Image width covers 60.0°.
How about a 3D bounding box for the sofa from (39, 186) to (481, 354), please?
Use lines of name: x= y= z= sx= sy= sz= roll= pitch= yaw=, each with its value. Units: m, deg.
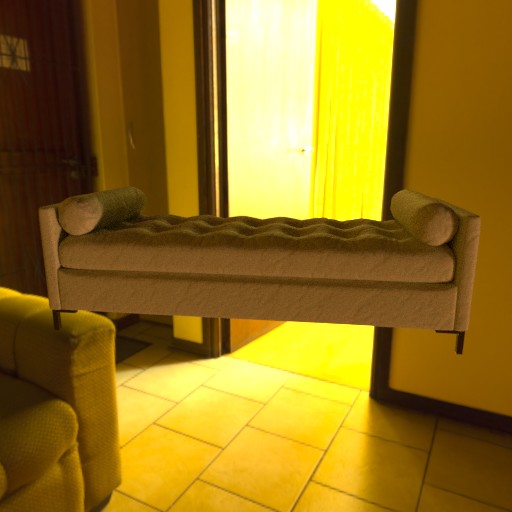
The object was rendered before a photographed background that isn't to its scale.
sofa: x=0.000 y=0.000 z=2.483 sx=2.102 sy=0.705 sz=0.796 roll=2 pitch=14 yaw=8
